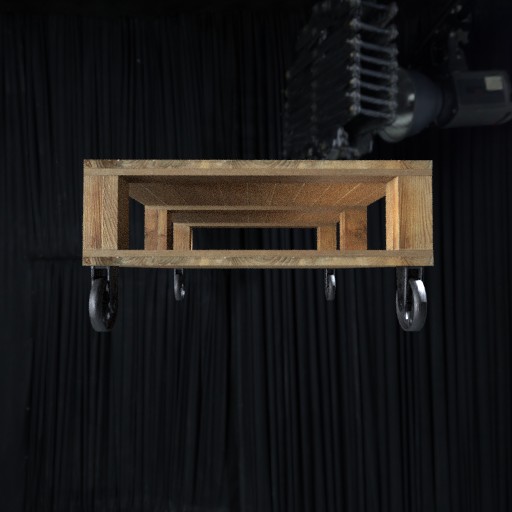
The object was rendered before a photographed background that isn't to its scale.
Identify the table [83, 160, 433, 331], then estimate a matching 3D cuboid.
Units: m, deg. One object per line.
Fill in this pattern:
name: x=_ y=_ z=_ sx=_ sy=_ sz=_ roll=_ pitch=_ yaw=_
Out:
table: x=0.000 y=0.000 z=1.695 sx=0.827 sy=0.413 sz=1.299 roll=0 pitch=-2 yaw=-1
